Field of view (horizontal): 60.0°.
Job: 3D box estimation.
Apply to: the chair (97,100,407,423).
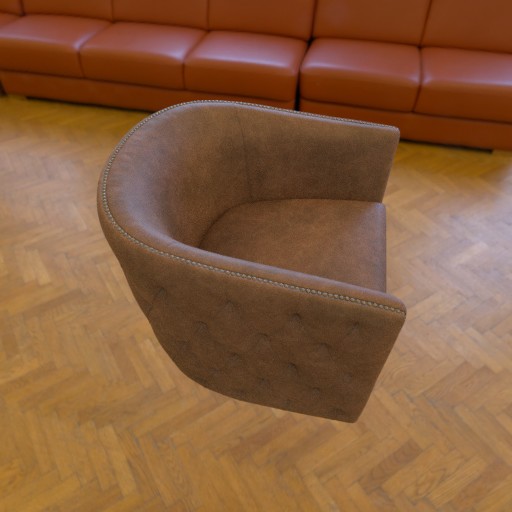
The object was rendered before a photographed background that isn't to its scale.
[{"bbox_3d":[0.000,0.000,1.547,0.870,0.790,0.850,8,48,8],"label":"chair"}]
